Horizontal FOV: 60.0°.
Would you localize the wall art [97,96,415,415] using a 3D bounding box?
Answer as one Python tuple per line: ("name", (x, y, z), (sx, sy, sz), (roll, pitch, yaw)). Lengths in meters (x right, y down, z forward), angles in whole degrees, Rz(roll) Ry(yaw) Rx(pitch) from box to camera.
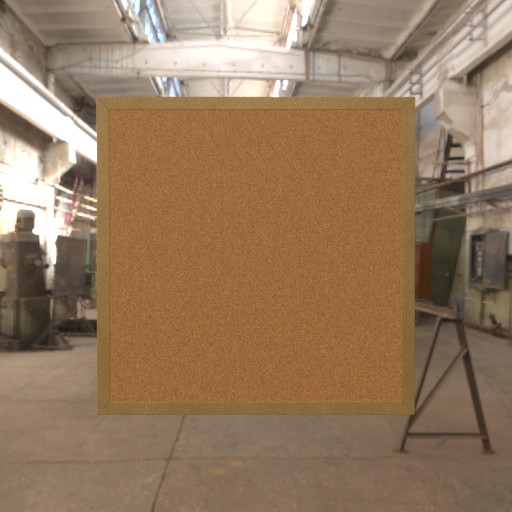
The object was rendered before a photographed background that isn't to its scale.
("wall art", (0.000, 0.000, 0.443), (0.305, 0.305, 0.038), (0, 0, 0))
